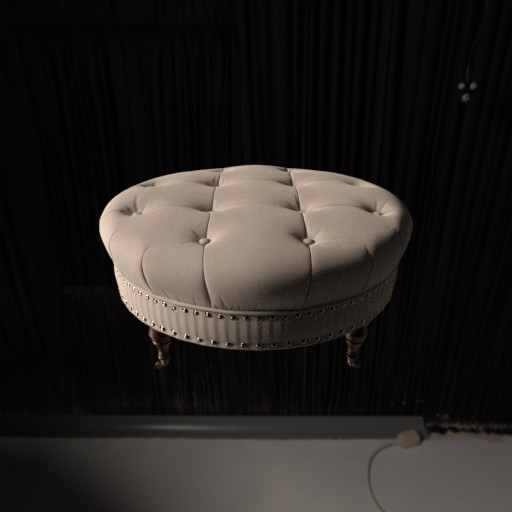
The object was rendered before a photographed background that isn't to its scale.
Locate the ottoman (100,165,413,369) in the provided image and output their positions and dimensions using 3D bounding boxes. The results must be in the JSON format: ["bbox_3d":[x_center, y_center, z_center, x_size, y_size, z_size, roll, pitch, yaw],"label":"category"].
[{"bbox_3d":[0.000,0.000,1.398,0.901,0.439,0.901,0,25,0],"label":"ottoman"}]
